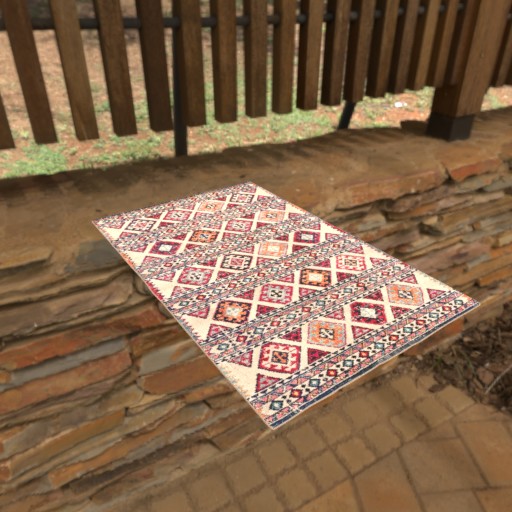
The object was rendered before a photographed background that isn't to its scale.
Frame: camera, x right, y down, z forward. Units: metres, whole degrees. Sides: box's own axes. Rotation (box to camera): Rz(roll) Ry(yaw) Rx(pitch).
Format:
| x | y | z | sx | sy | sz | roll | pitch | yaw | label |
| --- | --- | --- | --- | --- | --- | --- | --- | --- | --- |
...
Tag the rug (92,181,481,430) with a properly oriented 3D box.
| x | y | z | sx | sy | sz | roll | pitch | yaw | label |
| --- | --- | --- | --- | --- | --- | --- | --- | --- | --- |
| 0.000 | 0.000 | 3.084 | 1.545 | 0.010 | 2.440 | -19 | 36 | -30 | rug |
